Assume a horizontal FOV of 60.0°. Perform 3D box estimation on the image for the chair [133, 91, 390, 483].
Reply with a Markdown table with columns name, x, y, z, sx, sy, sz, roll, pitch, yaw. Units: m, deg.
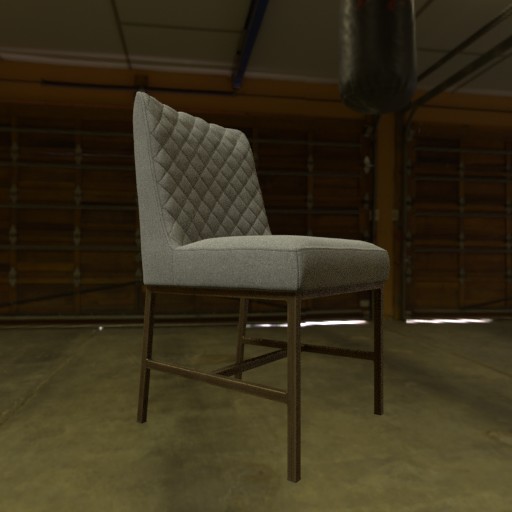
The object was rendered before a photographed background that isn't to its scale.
| name | x | y | z | sx | sy | sz | roll | pitch | yaw |
| --- | --- | --- | --- | --- | --- | --- | --- | --- | --- |
| chair | 0.000 | 0.000 | 1.219 | 0.587 | 0.889 | 0.508 | 0 | 0 | 36 |
